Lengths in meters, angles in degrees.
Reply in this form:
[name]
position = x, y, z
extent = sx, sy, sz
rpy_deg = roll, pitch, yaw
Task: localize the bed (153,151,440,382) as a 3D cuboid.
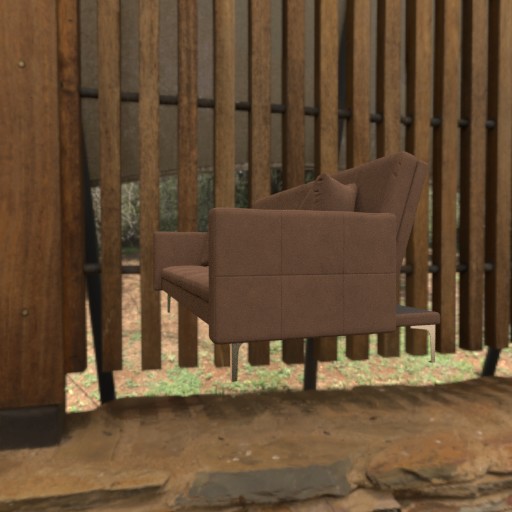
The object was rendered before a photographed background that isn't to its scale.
[bed]
position = 0.000, 0.000, 2.326
extent = 0.889, 0.787, 1.905
rpy_deg = 0, 1, -18
